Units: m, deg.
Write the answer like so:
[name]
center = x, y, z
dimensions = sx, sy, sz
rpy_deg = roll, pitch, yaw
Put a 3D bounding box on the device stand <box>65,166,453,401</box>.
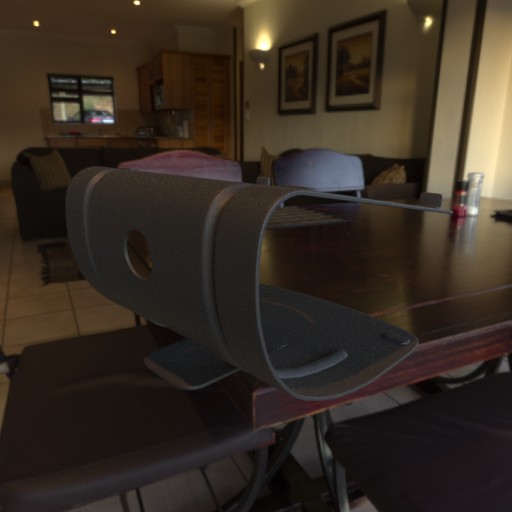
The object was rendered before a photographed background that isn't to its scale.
[device stand]
center = 0.000, 0.000, 0.398
dimensions = 0.256, 0.155, 0.236
rpy_deg = 15, 21, 43
